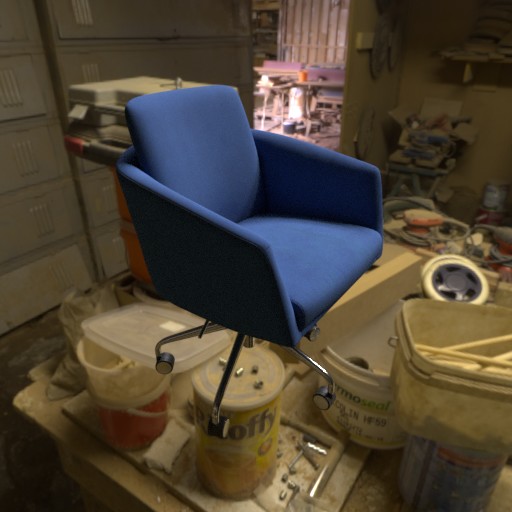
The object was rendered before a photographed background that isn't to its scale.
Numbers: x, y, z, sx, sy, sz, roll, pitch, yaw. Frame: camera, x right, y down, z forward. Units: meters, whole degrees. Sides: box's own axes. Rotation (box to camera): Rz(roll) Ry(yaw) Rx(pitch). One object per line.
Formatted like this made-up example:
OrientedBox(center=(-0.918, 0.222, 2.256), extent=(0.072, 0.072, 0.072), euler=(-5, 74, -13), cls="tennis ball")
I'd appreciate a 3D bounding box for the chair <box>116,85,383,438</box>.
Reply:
OrientedBox(center=(0.000, 0.000, 1.334), extent=(0.635, 0.908, 0.641), euler=(18, 32, 31), cls="chair")
